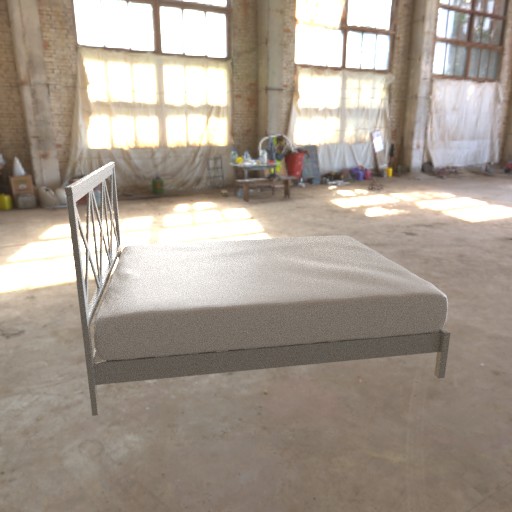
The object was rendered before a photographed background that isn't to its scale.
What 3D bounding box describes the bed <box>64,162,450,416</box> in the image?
[{"bbox_3d":[0.000,0.000,3.225,2.135,1.253,1.673,-3,16,-10],"label":"bed"}]
